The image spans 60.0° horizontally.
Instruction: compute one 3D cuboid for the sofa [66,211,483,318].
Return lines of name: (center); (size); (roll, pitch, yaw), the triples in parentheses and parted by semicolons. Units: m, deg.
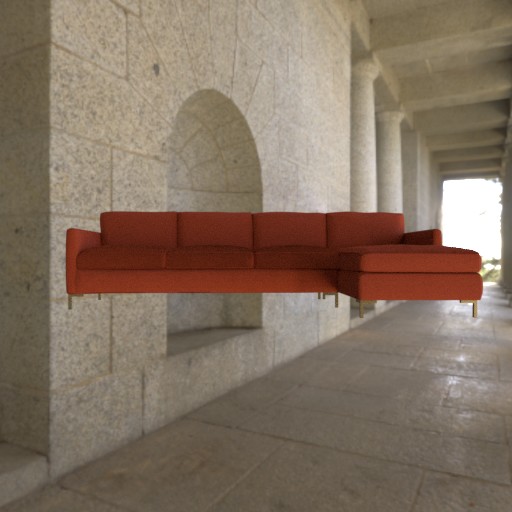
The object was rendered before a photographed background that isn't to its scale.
sofa: (0.000, 0.000, 3.488); (2.932, 0.810, 1.350); (0, 0, -2)
